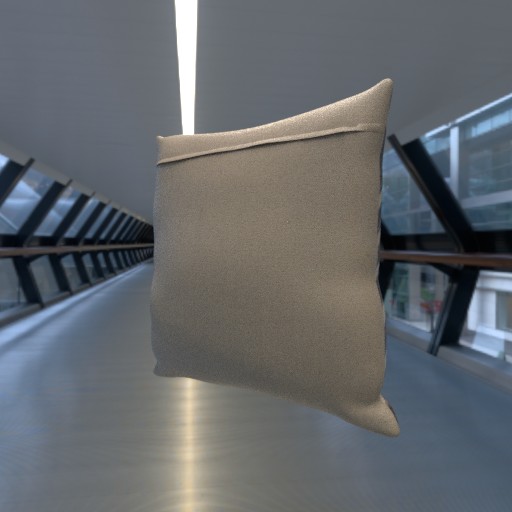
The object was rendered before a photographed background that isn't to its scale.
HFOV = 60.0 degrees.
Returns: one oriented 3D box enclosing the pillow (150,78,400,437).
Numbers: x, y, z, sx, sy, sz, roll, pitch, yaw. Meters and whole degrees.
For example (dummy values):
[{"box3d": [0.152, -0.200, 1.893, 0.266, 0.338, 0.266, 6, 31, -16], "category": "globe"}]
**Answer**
[{"box3d": [0.000, 0.000, 0.670, 0.440, 0.441, 0.182, 0, 1, 36], "category": "pillow"}]
